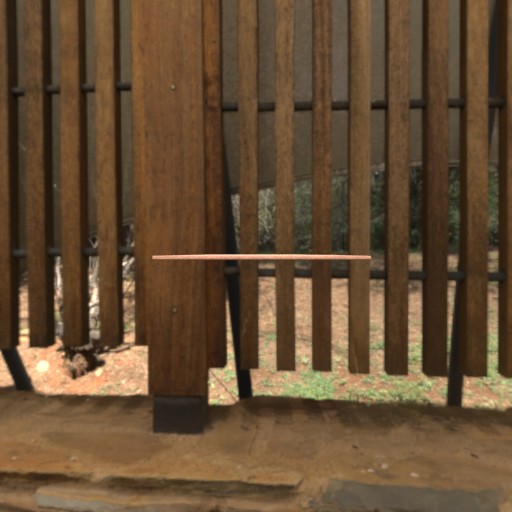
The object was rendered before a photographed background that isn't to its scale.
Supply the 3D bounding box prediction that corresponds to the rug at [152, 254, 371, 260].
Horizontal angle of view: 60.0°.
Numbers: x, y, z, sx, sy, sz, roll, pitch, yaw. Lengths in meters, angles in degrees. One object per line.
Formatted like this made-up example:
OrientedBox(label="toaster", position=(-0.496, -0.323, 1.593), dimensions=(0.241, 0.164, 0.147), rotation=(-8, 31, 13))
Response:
OrientedBox(label="rug", position=(0.000, 0.000, 2.715), dimensions=(0.760, 0.015, 2.435), rotation=(0, 0, -1))
